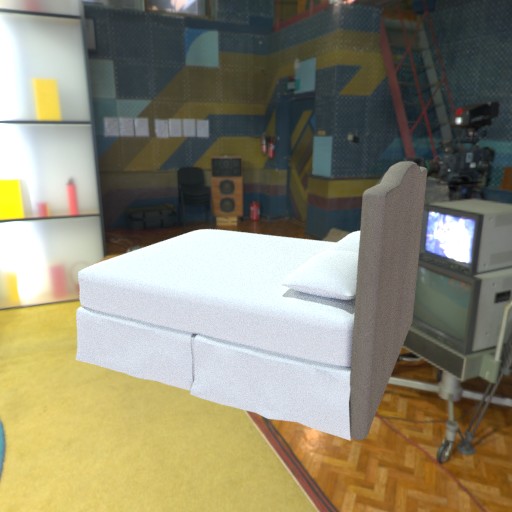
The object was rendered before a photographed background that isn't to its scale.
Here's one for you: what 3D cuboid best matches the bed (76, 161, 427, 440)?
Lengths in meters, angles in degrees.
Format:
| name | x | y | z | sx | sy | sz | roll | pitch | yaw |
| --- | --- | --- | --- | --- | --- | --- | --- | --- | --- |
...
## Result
| name | x | y | z | sx | sy | sz | roll | pitch | yaw |
| --- | --- | --- | --- | --- | --- | --- | --- | --- | --- |
| bed | 0.000 | 0.000 | 3.325 | 2.128 | 1.441 | 1.744 | 8 | 17 | 26 |
